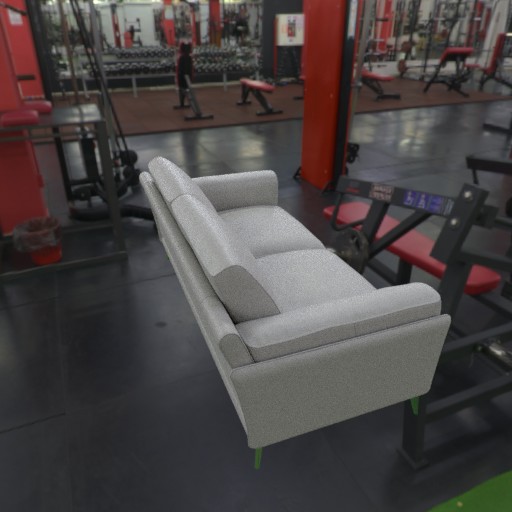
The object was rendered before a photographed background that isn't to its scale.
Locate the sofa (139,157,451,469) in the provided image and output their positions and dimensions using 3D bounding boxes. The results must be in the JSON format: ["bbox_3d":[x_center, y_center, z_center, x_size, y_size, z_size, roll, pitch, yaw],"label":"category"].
[{"bbox_3d":[0.000,0.000,2.660,1.049,0.930,2.101,-10,30,-18],"label":"sofa"}]
